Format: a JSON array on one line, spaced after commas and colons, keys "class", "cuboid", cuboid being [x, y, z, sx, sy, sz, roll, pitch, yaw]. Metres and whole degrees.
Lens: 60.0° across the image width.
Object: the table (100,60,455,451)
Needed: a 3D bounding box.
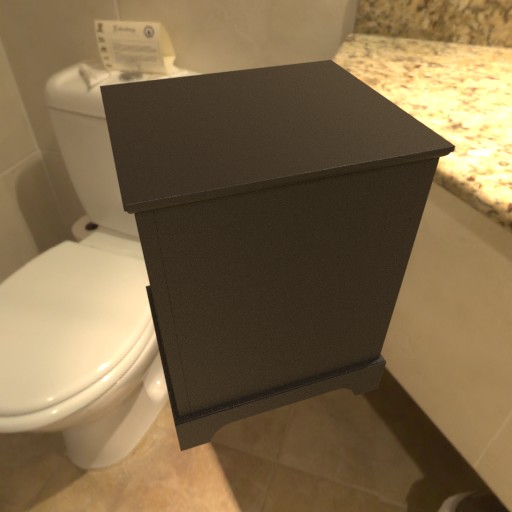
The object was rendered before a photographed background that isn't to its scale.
[{"class": "table", "cuboid": [0.000, 0.000, 0.909, 0.460, 0.610, 0.399, -12, 43, -14]}]
